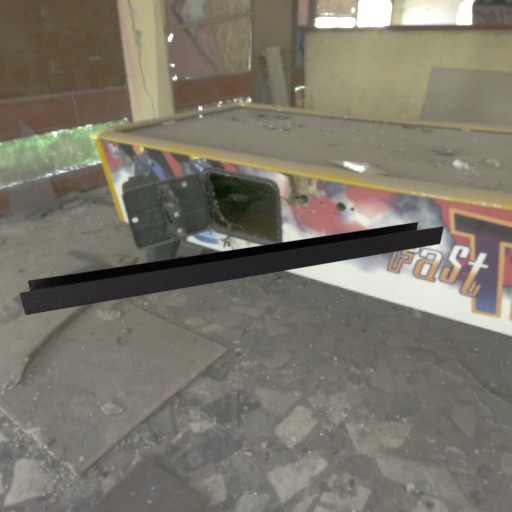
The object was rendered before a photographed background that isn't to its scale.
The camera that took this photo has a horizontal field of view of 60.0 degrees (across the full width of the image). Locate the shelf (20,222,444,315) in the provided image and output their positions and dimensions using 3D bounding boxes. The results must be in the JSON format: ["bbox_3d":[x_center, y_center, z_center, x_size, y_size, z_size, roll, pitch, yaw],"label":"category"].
[{"bbox_3d":[0.000,0.000,0.975,0.924,0.049,0.092,-9,28,-17],"label":"shelf"}]
